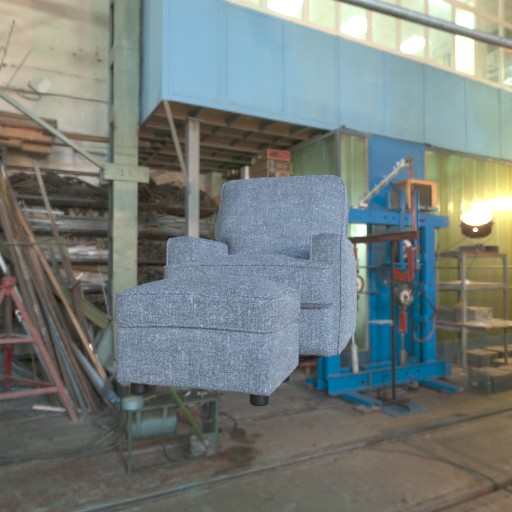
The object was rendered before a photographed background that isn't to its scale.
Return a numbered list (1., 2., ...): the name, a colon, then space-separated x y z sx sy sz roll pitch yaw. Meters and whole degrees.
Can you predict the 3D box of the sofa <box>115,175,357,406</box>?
1. sofa: 0.000 0.000 2.088 0.861 0.959 1.472 0 -2 17
